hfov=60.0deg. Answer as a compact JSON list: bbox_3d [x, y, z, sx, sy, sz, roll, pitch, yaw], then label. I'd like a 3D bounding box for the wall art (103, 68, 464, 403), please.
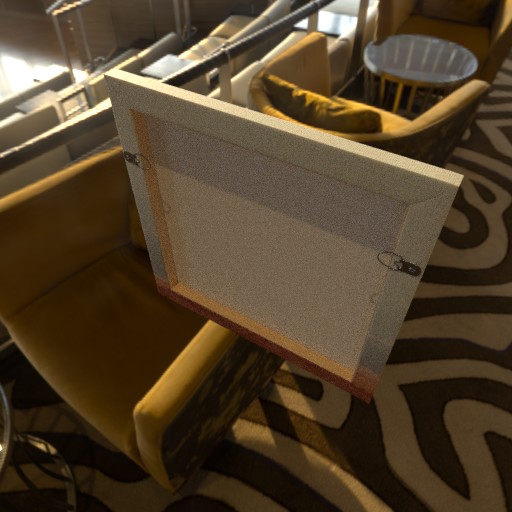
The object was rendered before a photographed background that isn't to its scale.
[{"bbox_3d":[0.000,0.000,0.886,0.605,0.605,0.034,24,51,21],"label":"wall art"}]
